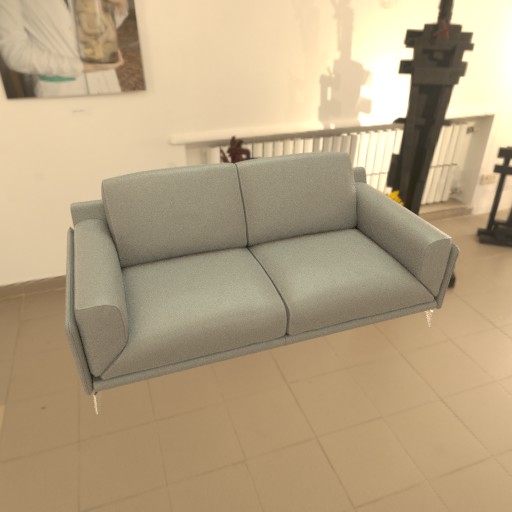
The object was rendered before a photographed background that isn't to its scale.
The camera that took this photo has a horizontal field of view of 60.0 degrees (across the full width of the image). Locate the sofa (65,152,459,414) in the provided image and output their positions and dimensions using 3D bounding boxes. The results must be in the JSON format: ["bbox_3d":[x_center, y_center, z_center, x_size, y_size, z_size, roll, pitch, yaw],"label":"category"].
[{"bbox_3d":[0.000,0.000,2.664,2.101,0.930,1.049,-10,32,-17],"label":"sofa"}]
